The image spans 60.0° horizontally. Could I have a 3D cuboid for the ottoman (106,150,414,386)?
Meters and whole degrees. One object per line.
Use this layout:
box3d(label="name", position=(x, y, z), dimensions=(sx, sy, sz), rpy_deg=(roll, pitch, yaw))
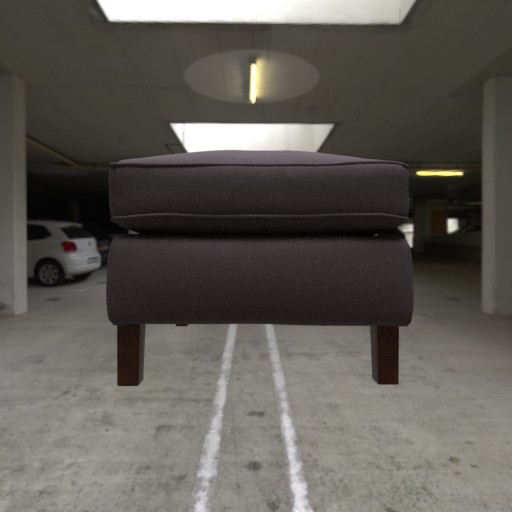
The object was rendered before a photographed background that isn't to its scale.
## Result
box3d(label="ottoman", position=(0.000, 0.000, 1.005), dimensions=(0.508, 0.406, 0.686), rpy_deg=(0, 0, -1))
